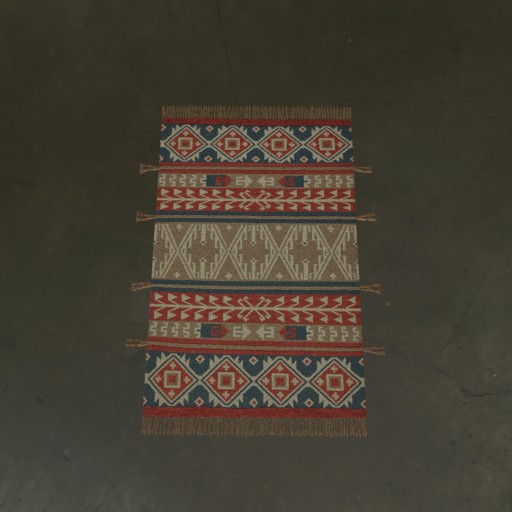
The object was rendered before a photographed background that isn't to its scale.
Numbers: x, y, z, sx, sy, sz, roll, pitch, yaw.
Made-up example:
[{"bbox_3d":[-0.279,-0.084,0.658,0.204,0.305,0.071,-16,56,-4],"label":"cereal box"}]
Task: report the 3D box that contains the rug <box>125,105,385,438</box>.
[{"bbox_3d":[0.000,0.000,3.197,1.778,0.048,2.450,0,76,0],"label":"rug"}]
